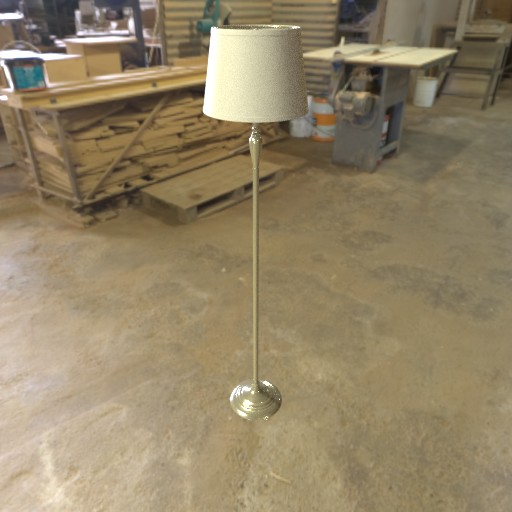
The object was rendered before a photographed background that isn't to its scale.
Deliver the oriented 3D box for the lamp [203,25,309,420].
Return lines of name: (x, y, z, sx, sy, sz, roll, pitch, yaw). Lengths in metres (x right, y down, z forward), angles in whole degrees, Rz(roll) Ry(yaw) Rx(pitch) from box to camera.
lamp: (0.000, 0.000, 1.639, 0.327, 1.506, 0.327, 21, 36, 32)
